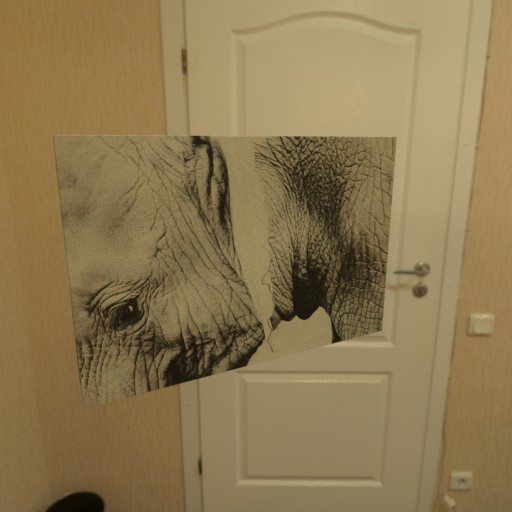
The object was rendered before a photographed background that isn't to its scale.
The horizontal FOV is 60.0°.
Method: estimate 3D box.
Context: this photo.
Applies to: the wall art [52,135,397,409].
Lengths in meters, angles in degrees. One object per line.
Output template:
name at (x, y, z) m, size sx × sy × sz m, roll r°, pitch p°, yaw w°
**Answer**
wall art at (0.000, 0.000, 1.452) m, size 1.141 × 0.758 × 0.035 m, roll -8°, pitch 16°, yaw -27°
